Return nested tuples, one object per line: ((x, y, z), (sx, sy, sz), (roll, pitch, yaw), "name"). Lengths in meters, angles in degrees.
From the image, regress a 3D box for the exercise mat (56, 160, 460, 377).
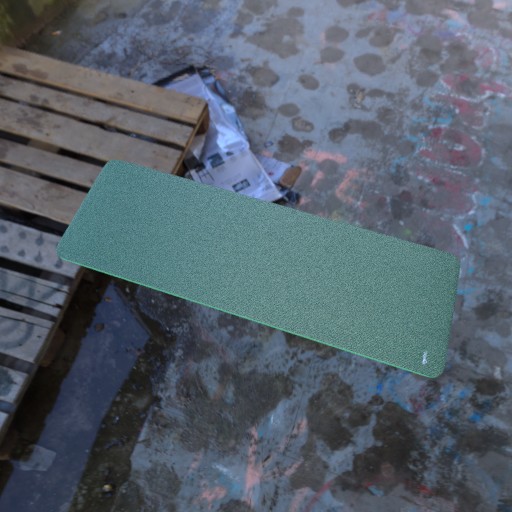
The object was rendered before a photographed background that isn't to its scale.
((0.000, 0.000, 2.123), (1.869, 0.021, 0.616), (17, 65, 8), "exercise mat")
